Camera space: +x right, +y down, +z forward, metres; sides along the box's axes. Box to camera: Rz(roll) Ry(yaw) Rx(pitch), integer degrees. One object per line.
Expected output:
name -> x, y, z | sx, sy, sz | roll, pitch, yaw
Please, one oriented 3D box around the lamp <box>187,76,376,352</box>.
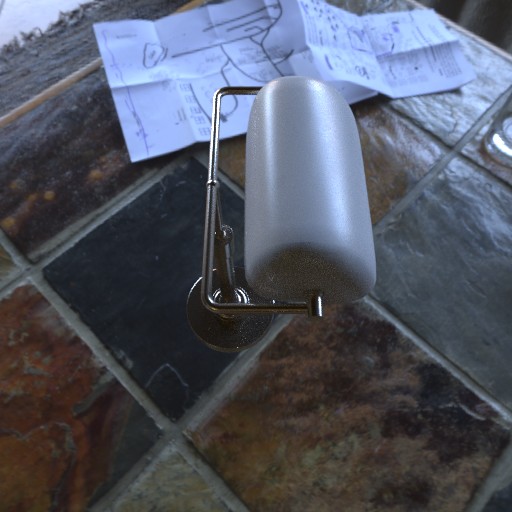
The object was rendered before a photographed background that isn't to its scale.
lamp -> 0.000, 0.000, 0.562 | 0.227, 0.404, 0.269 | 0, 63, 0
